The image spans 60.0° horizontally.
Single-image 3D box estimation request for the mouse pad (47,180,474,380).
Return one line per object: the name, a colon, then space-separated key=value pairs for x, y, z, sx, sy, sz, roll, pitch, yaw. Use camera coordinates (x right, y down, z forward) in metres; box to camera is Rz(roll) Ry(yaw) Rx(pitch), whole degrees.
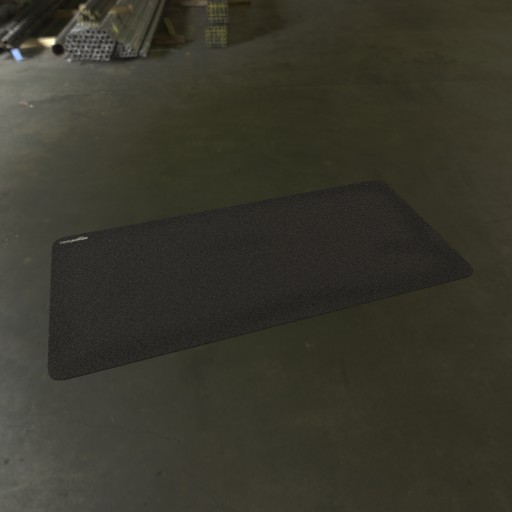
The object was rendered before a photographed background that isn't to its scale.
mouse pad: x=0.000 y=0.000 z=1.032 sx=0.907 sy=0.003 sz=0.424 roll=-12 pitch=43 yaw=-13
